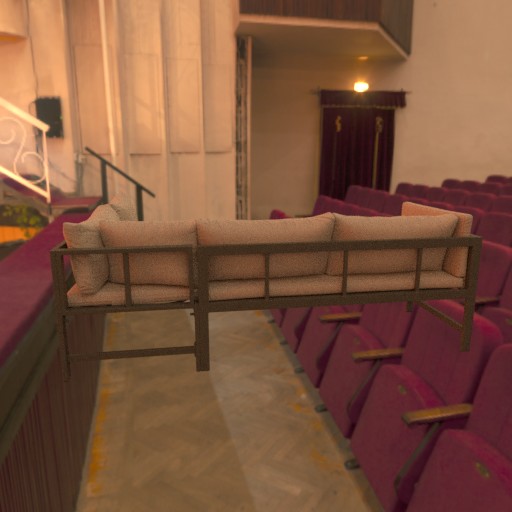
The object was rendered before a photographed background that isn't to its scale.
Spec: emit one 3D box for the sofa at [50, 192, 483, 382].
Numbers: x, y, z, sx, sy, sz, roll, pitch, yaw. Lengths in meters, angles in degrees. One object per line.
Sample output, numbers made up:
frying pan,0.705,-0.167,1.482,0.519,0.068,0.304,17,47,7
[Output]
sofa,0.000,0.000,2.952,2.096,0.758,1.658,-2,13,-9
